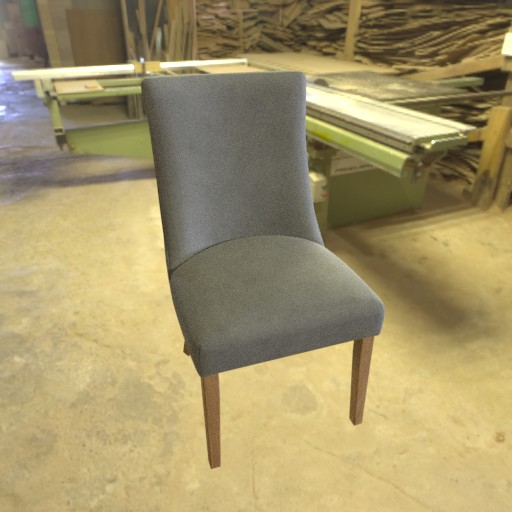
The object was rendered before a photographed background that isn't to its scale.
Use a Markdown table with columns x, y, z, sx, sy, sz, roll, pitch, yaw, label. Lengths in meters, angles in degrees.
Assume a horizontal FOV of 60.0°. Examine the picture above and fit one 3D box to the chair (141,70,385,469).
| x | y | z | sx | sy | sz | roll | pitch | yaw | label |
| --- | --- | --- | --- | --- | --- | --- | --- | --- | --- |
| 0.000 | 0.000 | 1.246 | 0.495 | 0.902 | 0.610 | -10 | 30 | -17 | chair |
